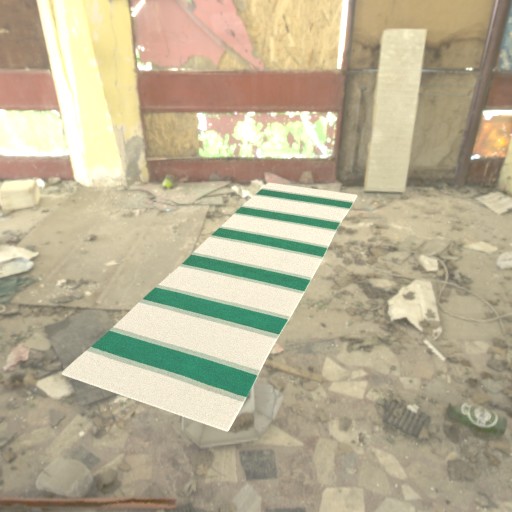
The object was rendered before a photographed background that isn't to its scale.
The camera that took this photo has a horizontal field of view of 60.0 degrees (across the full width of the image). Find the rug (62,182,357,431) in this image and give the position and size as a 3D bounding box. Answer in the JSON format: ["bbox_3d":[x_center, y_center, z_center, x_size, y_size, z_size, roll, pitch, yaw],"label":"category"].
[{"bbox_3d":[0.000,0.000,2.695,0.768,0.012,2.438,11,31,19],"label":"rug"}]
